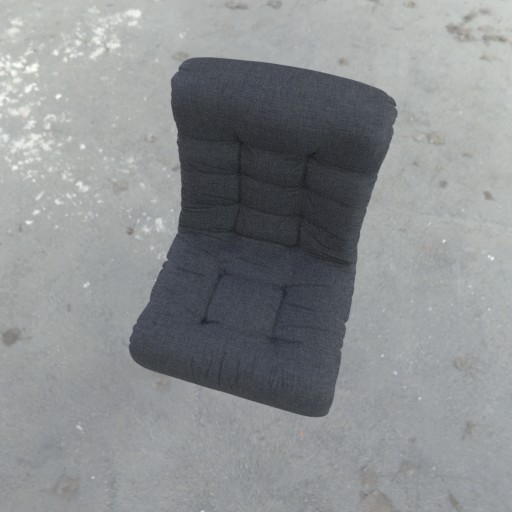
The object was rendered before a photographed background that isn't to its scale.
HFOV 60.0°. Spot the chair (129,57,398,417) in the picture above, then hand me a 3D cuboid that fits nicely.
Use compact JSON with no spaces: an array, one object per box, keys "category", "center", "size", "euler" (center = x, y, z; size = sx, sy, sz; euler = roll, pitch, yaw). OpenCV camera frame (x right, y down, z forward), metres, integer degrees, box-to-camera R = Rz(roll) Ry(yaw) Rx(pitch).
[{"category":"chair","center":[0.000,0.000,1.222],"size":[0.597,0.749,0.668],"euler":[13,61,8]}]
